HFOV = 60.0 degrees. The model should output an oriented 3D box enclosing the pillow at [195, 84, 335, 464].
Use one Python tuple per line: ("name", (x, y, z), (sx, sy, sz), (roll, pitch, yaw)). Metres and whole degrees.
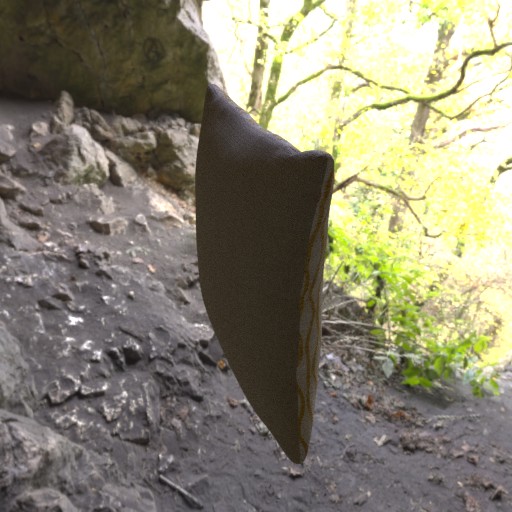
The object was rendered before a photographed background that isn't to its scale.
("pillow", (0.000, 0.000, 0.669), (0.159, 0.436, 0.429), (-10, 31, -17))
